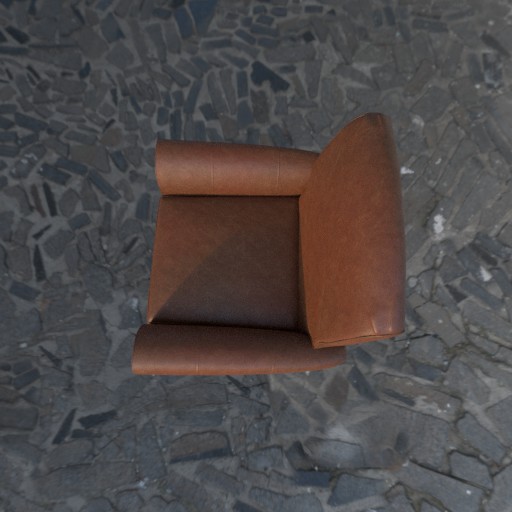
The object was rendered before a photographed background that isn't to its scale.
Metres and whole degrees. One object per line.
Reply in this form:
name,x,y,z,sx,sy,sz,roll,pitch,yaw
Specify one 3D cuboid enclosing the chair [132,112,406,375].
chair,0.000,0.000,1.828,0.902,1.061,0.978,2,73,1
